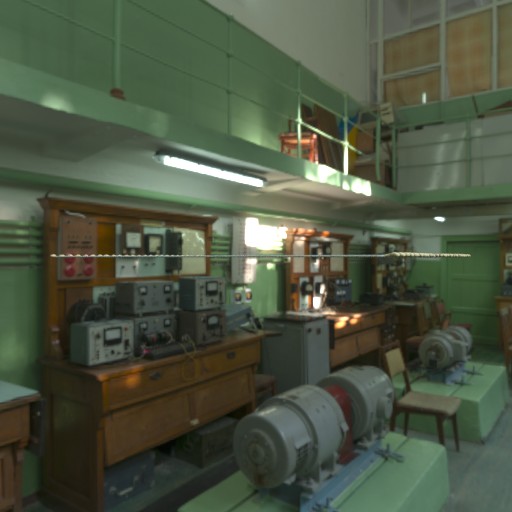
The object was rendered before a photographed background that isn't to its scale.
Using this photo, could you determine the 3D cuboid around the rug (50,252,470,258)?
[{"bbox_3d":[0.000,0.000,3.010,2.433,0.022,1.556,0,0,35],"label":"rug"}]
